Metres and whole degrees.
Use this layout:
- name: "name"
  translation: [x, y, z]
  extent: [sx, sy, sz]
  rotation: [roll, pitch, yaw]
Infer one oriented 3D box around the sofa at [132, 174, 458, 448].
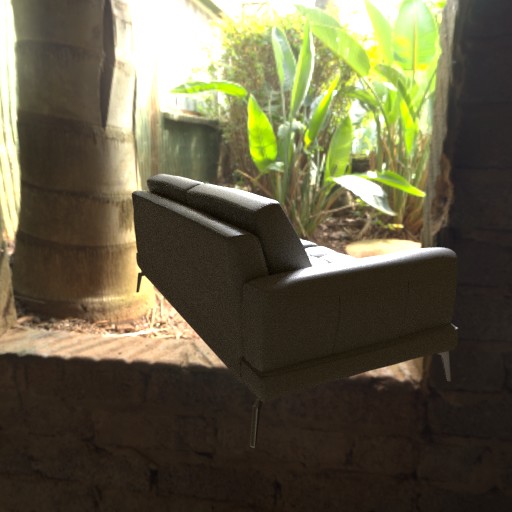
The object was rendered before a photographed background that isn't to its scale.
- name: "sofa"
  translation: [0.000, 0.000, 2.741]
  extent: [1.121, 0.930, 2.177]
  rotation: [-7, 16, -26]
